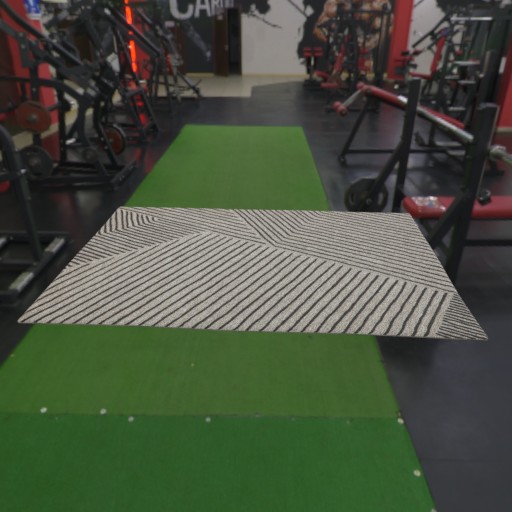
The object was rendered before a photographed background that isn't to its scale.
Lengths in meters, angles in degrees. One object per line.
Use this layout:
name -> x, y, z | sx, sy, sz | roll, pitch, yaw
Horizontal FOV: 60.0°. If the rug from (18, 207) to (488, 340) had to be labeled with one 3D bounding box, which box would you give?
rug -> 0.000, 0.000, 2.264 | 1.842, 0.019, 1.237 | 2, 28, 3
